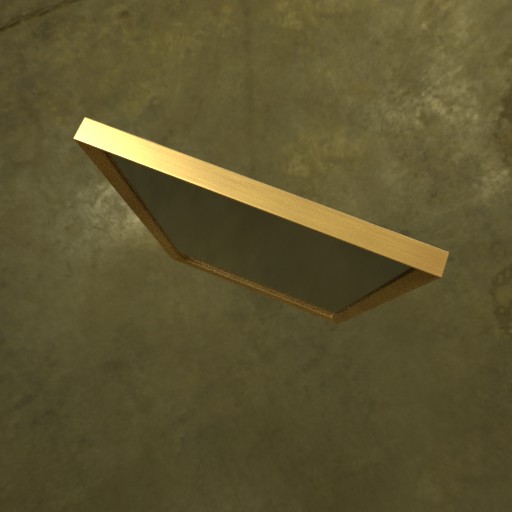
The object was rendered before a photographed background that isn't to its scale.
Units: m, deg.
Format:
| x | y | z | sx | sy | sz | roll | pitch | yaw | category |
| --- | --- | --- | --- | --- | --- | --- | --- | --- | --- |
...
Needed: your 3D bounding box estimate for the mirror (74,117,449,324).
| x | y | z | sx | sy | sz | roll | pitch | yaw | category |
| --- | --- | --- | --- | --- | --- | --- | --- | --- | --- |
| 0.000 | 0.000 | 0.916 | 0.507 | 0.710 | 0.039 | 21 | 78 | 5 | mirror |
